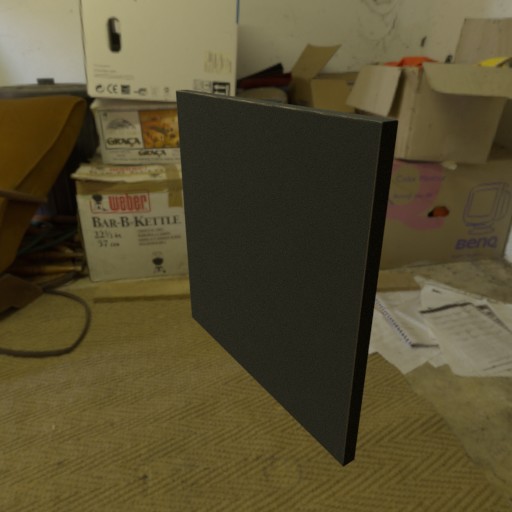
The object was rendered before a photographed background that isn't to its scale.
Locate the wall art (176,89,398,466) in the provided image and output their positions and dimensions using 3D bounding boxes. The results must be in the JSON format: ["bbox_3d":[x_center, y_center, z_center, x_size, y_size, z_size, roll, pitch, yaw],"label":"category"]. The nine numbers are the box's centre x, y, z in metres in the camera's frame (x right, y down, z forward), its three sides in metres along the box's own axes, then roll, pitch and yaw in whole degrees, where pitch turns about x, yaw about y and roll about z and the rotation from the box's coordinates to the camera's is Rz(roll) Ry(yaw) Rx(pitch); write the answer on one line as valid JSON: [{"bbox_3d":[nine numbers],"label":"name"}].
[{"bbox_3d":[0.000,0.000,0.457,0.015,0.303,0.304,-16,29,-31],"label":"wall art"}]
